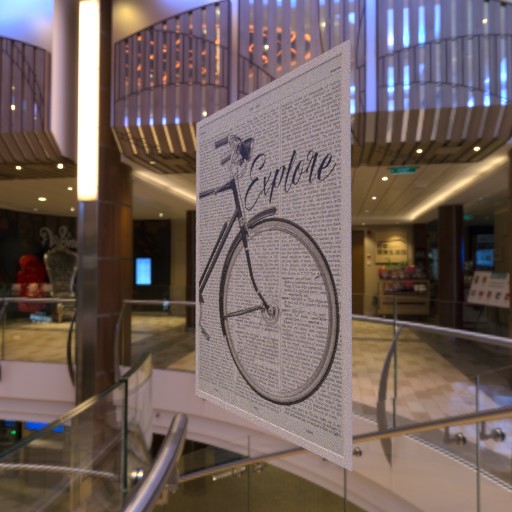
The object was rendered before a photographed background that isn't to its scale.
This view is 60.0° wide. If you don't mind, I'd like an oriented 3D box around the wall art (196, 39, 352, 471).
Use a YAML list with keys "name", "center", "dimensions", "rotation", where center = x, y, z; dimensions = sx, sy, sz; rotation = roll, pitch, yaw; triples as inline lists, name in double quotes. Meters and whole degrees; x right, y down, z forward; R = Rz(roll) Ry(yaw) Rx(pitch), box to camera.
- name: "wall art"
  center: [0.000, 0.000, 0.811]
  dimensions: [0.003, 0.610, 0.457]
  rotation: [1, -2, -36]
